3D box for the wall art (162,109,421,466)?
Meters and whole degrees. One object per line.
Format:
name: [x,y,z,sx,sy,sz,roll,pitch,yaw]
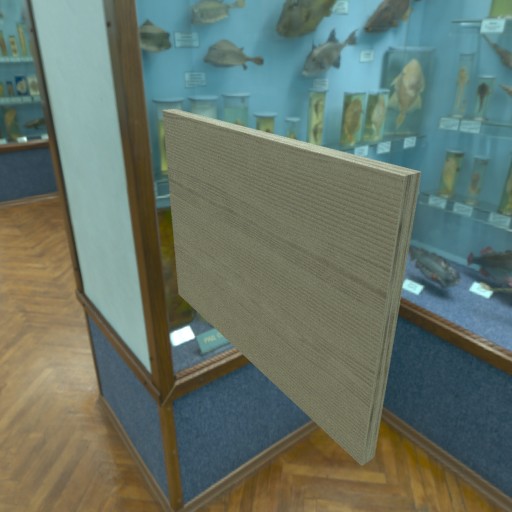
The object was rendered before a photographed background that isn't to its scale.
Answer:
wall art: [0.000,0.000,1.103,0.063,0.609,0.841,-17,31,-31]
